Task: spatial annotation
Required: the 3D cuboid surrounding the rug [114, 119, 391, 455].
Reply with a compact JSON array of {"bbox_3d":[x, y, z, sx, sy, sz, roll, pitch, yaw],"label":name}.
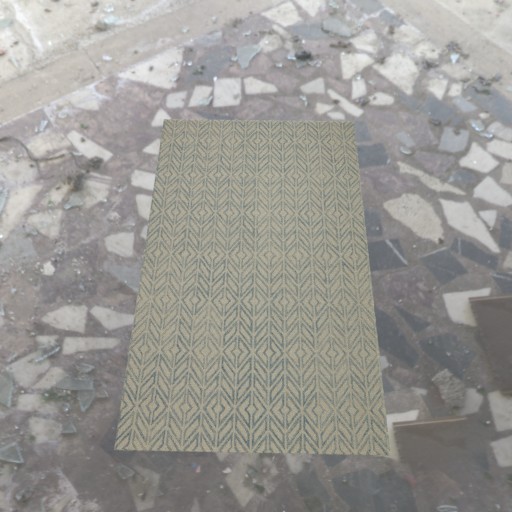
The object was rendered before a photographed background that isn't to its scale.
[{"bbox_3d":[0.000,0.000,3.003,1.526,0.008,2.441,1,63,0],"label":"rug"}]
